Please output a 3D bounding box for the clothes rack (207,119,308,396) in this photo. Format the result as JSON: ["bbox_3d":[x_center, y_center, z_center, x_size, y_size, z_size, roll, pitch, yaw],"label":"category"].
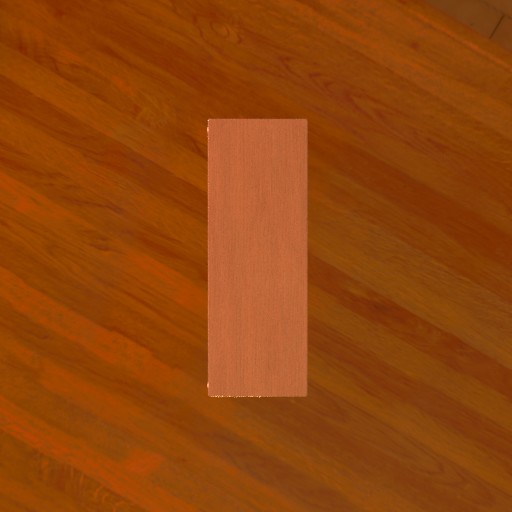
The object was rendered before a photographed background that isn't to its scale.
[{"bbox_3d":[0.000,0.000,1.774,0.400,1.512,0.640,0,90,0],"label":"clothes rack"}]
